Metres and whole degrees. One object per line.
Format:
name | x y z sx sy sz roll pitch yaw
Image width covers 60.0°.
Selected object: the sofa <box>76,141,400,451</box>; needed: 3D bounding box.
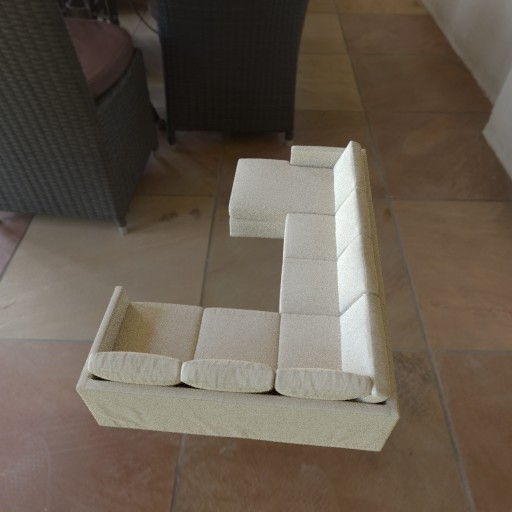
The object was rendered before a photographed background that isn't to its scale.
sofa | 0.000 0.000 4.610 2.448 0.882 3.464 4 47 3
